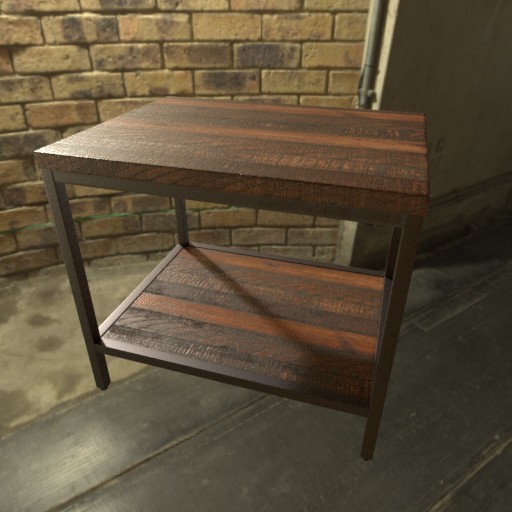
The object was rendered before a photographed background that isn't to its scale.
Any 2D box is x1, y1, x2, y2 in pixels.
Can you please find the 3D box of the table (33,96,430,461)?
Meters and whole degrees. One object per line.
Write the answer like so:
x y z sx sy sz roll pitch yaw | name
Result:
0.000 0.000 1.080 0.678 0.612 0.524 9 32 15 | table
